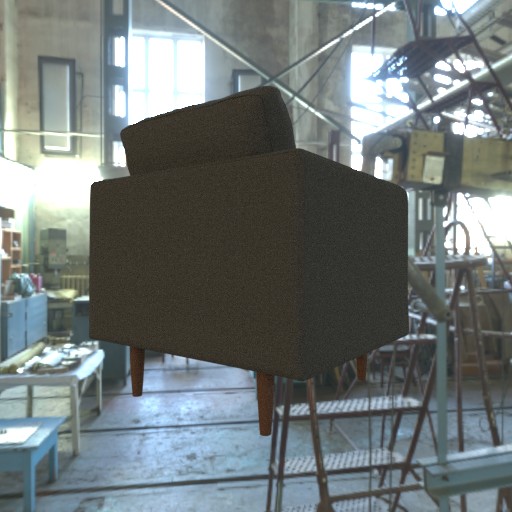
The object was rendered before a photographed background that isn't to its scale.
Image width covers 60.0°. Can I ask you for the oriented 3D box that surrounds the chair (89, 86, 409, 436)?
[{"bbox_3d":[0.000,0.000,1.565,0.854,0.927,0.800,0,1,37],"label":"chair"}]
